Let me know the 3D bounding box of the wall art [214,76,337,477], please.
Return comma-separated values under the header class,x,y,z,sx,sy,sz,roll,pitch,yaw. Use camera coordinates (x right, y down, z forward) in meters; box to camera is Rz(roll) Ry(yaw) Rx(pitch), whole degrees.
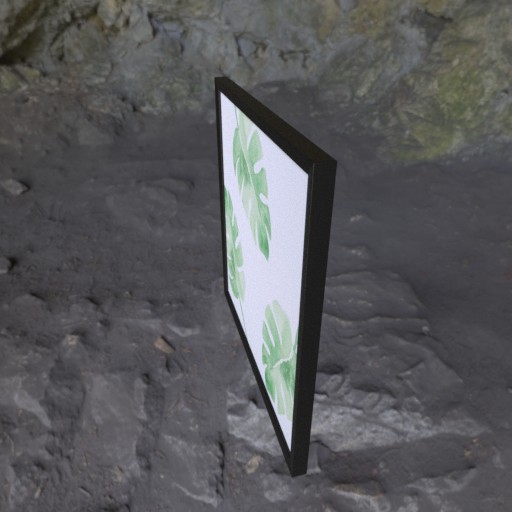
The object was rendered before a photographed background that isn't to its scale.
class,x,y,z,sx,sy,sz,roll,pitch,yaw
wall art,0.000,0.000,1.162,0.038,0.765,0.765,-8,32,-13
